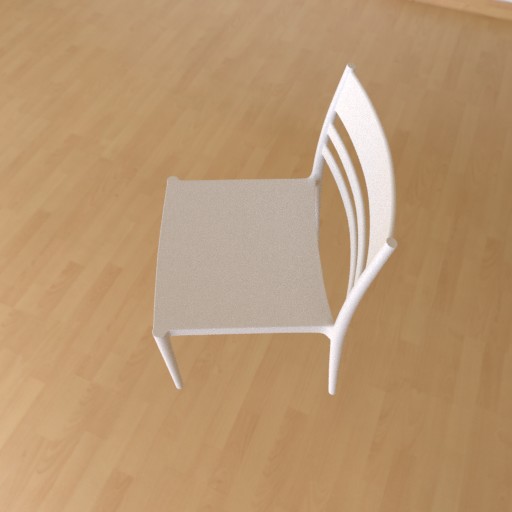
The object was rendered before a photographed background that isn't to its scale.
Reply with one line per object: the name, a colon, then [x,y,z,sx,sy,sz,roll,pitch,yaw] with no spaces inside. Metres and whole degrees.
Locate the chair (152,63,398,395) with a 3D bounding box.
chair: [0.000,0.000,1.162,0.511,0.800,0.531,-1,59,-1]
